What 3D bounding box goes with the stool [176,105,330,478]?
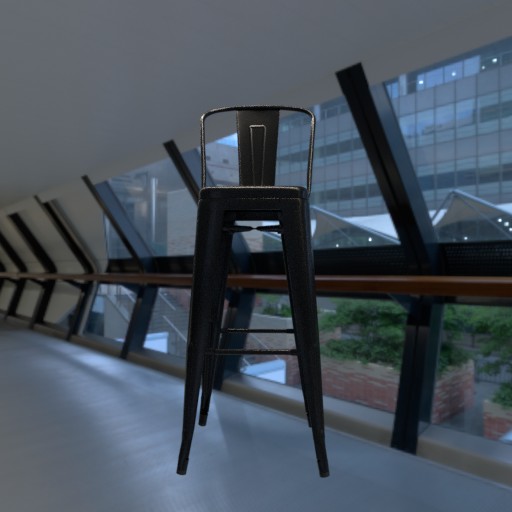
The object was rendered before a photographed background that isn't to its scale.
[{"bbox_3d":[0.000,0.000,1.348,0.399,1.096,0.513,0,-1,2],"label":"stool"}]
